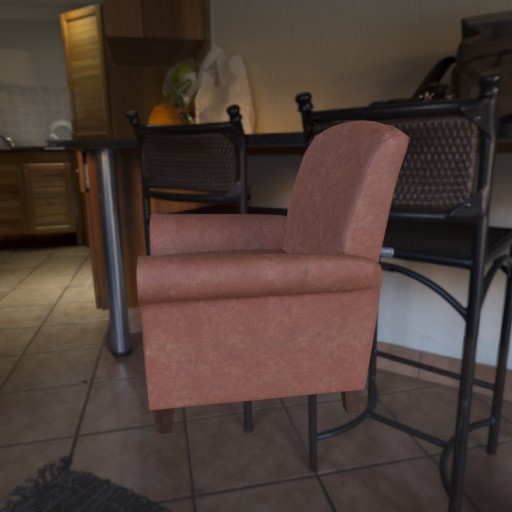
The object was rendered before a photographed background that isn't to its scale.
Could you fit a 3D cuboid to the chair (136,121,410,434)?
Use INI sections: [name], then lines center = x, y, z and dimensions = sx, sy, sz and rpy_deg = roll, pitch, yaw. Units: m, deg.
[chair]
center = 0.000, 0.000, 1.812
dimensions = 0.902, 1.061, 0.978
rpy_deg = -3, 14, -10
